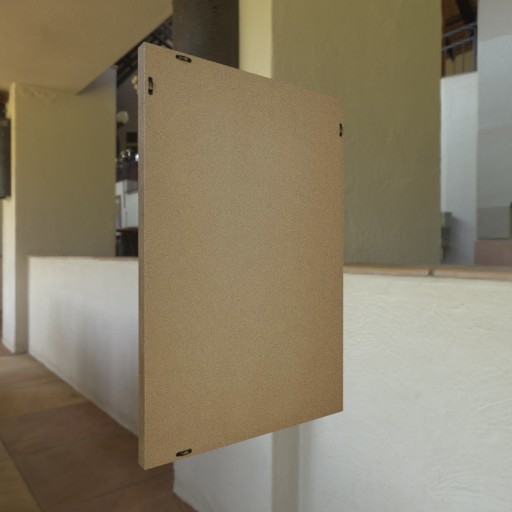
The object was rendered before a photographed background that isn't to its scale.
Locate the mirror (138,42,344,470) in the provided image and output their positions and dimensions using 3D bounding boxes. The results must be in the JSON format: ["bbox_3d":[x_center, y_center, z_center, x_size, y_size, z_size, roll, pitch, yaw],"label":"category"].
[{"bbox_3d":[0.000,0.000,1.136,0.609,0.915,0.041,0,0,-36],"label":"mirror"}]
